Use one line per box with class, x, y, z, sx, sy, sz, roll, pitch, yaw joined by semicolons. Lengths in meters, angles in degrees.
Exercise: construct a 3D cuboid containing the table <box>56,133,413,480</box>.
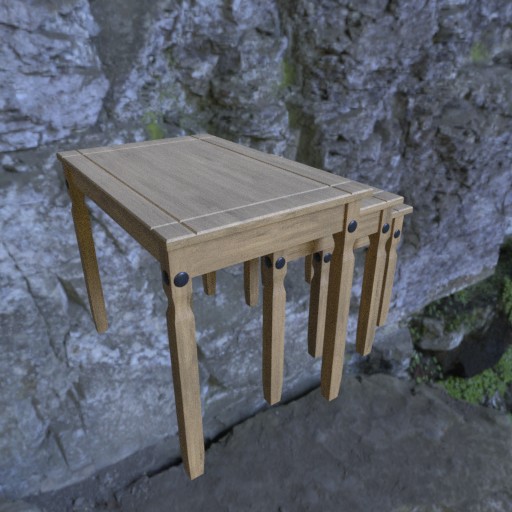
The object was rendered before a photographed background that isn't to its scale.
table;0.000;0.000;1.194;0.773;0.535;0.660;-17;31;-31
